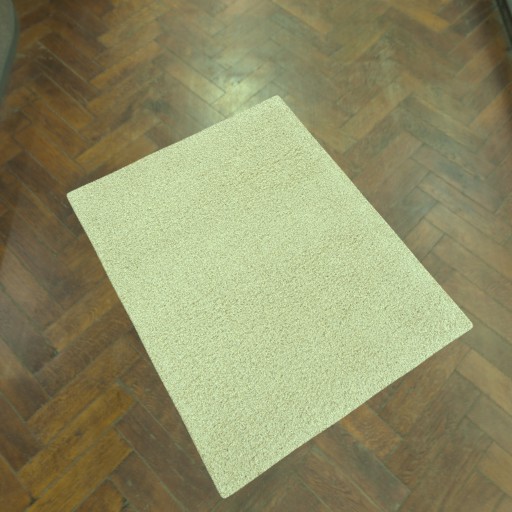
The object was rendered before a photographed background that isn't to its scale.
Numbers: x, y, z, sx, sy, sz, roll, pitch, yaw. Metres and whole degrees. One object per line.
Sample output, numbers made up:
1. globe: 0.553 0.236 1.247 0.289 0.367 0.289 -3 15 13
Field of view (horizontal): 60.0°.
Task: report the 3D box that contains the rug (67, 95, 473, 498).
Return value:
1. rug: 0.000 0.000 4.002 2.438 0.029 3.047 -29 68 -13
